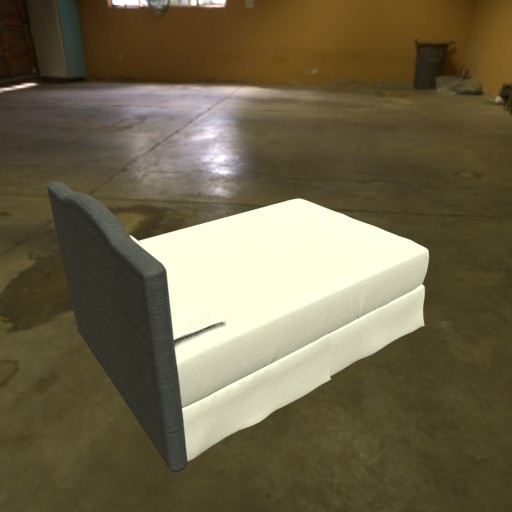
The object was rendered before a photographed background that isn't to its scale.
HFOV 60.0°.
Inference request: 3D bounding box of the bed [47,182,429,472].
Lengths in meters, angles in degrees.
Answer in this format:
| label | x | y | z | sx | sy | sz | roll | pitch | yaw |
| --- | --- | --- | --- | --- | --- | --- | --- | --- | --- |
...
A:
| label | x | y | z | sx | sy | sz | roll | pitch | yaw |
| --- | --- | --- | --- | --- | --- | --- | --- | --- | --- |
| bed | 0.000 | 0.000 | 3.520 | 2.507 | 1.441 | 1.747 | -19 | 32 | -33 |
